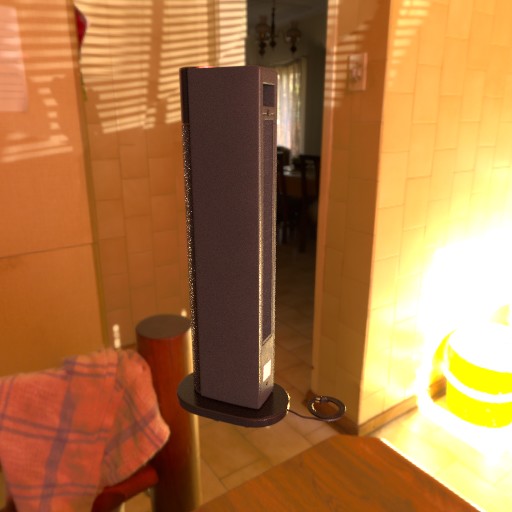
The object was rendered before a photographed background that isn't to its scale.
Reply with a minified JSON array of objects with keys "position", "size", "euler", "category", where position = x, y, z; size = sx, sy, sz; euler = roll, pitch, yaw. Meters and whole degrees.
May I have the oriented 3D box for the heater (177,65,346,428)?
[{"position":[0.000,0.000,1.080],"size":[0.458,0.856,0.214],"euler":[8,19,24],"category":"heater"}]
